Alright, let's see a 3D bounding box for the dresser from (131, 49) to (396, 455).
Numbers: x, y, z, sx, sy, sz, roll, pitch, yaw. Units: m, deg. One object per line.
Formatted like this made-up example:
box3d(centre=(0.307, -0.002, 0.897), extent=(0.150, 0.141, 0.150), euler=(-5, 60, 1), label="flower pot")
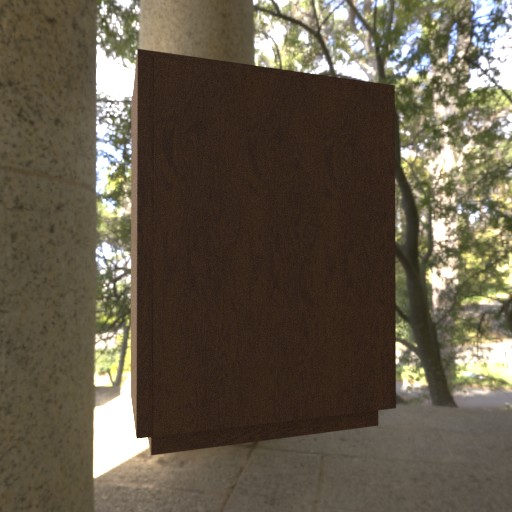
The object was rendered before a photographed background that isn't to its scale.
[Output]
box3d(centre=(0.000, 0.000, 1.805), extent=(0.964, 1.320, 0.516), euler=(0, -1, -18), label="dresser")
